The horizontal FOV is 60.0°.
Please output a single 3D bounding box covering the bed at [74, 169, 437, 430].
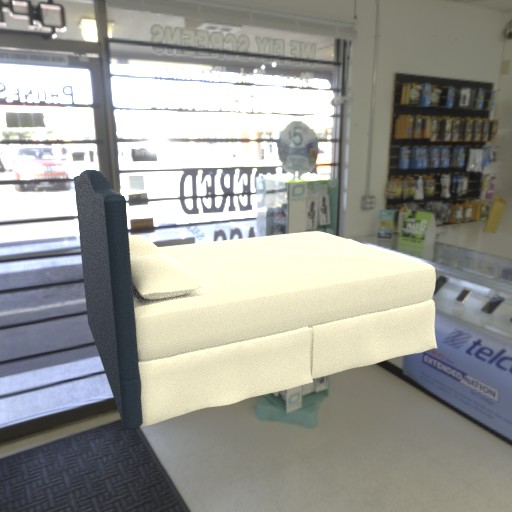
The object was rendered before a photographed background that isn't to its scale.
[{"bbox_3d":[0.000,0.000,3.596,2.507,1.441,1.741,-7,16,-26],"label":"bed"}]
